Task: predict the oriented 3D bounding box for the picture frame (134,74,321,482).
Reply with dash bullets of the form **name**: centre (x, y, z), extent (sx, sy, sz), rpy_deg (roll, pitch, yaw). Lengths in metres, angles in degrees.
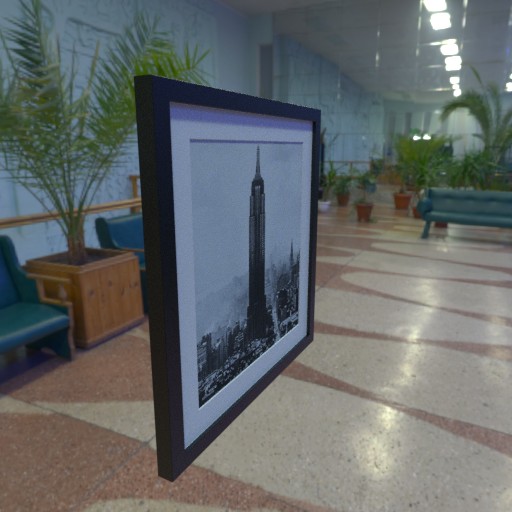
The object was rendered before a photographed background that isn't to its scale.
- **picture frame**: centre (0.000, 0.000, 0.825), extent (0.029, 0.557, 0.559), rpy_deg (7, 16, 28)
